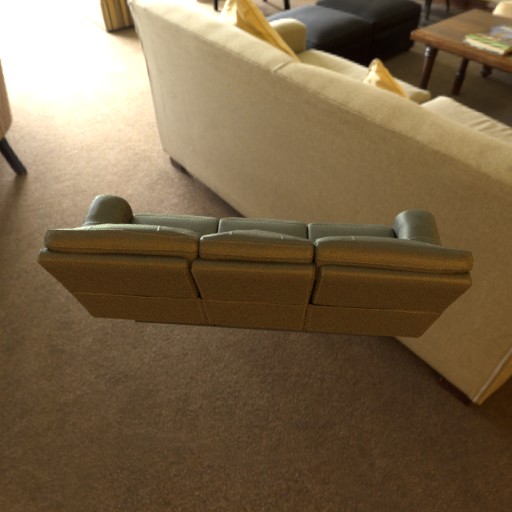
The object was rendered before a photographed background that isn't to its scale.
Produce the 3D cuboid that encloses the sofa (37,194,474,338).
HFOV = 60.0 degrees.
[{"bbox_3d":[0.000,0.000,3.202,2.627,1.134,1.104,3,45,3],"label":"sofa"}]
